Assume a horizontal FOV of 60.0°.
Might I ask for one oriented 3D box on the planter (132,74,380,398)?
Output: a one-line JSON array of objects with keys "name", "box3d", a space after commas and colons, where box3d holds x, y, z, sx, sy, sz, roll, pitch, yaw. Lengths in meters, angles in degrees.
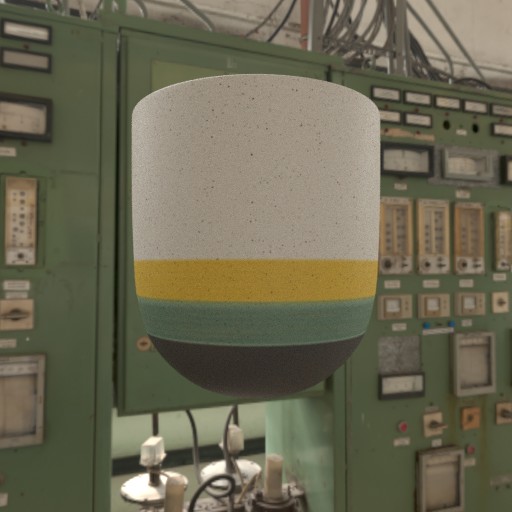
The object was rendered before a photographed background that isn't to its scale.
[{"name": "planter", "box3d": [0.000, 0.000, 0.359, 0.195, 0.214, 0.195, 0, -1, 0]}]
